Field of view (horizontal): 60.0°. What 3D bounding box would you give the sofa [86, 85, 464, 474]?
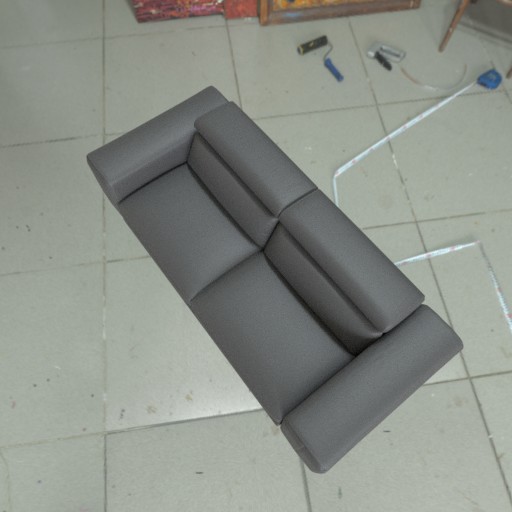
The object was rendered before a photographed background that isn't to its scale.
[{"bbox_3d":[0.000,0.000,2.744,1.023,0.759,2.321,-35,70,-15],"label":"sofa"}]
